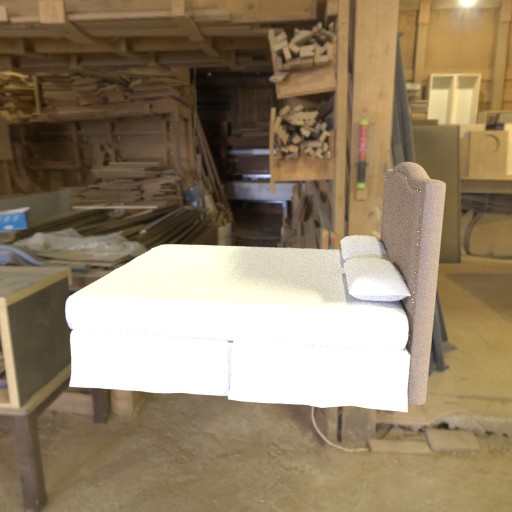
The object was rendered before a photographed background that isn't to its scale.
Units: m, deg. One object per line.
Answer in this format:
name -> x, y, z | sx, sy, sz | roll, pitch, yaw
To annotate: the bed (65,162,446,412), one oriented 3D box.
bed -> 0.000, 0.000, 3.446 | 2.282, 1.436, 1.821 | 2, 13, 9
